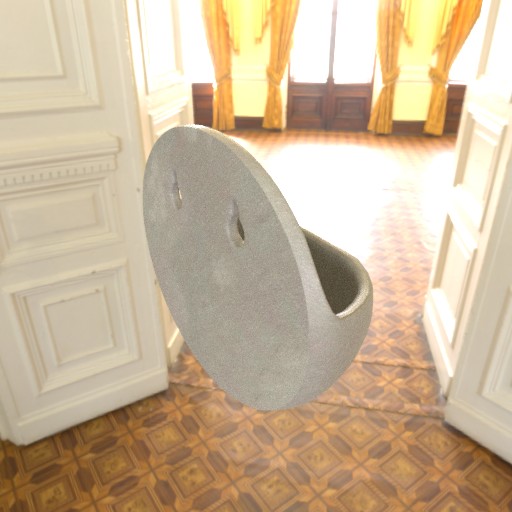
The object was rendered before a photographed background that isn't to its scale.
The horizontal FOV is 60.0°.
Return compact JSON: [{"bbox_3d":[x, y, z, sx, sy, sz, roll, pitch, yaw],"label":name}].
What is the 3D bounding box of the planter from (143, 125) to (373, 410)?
[{"bbox_3d":[0.000,0.000,0.276,0.073,0.164,0.190,-18,32,-32],"label":"planter"}]
